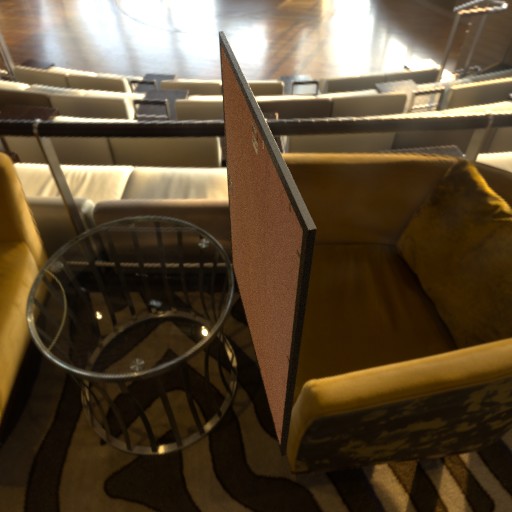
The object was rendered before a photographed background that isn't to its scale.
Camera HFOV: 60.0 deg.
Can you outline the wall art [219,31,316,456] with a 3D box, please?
[{"bbox_3d":[0.000,0.000,0.890,0.018,0.660,0.559,-9,47,-9],"label":"wall art"}]
